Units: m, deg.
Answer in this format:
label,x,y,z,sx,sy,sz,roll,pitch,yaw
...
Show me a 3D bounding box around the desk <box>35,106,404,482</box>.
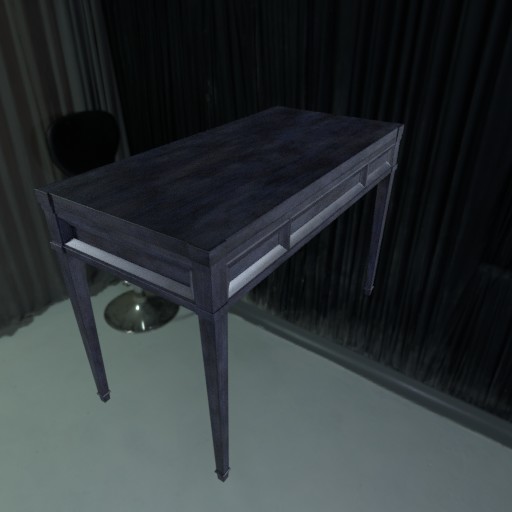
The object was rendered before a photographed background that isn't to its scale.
label,x,y,z,sx,sy,sz,roll,pitch,yaw
desk,0.000,0.000,1.769,0.630,0.861,1.289,19,36,29
